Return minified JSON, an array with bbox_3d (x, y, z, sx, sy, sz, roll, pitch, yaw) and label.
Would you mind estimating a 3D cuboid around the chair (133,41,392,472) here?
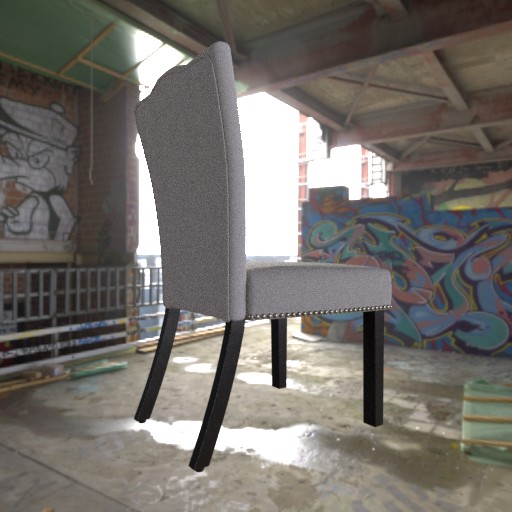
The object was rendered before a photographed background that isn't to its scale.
[{"bbox_3d":[0.000,0.000,1.277,0.589,0.946,0.518,0,0,-35],"label":"chair"}]
